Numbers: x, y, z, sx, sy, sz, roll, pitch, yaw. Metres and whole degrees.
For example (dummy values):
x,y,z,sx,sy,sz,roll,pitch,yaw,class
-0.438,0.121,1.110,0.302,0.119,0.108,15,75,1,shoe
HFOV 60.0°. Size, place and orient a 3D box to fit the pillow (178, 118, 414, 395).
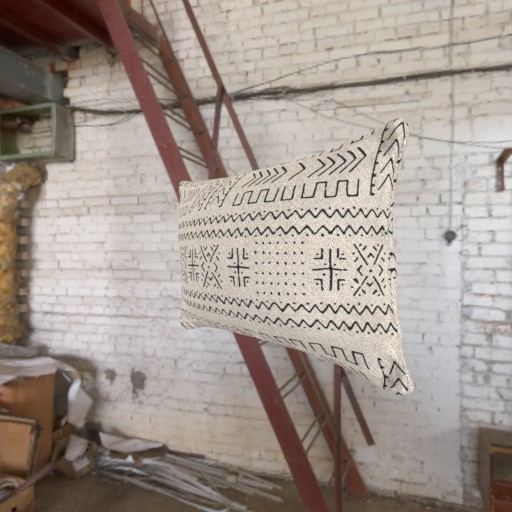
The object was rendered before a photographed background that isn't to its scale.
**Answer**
x,y,z,sx,sy,sz,roll,pitch,yaw,class
0.000,0.000,0.803,0.188,0.352,0.637,0,1,-36,pillow
